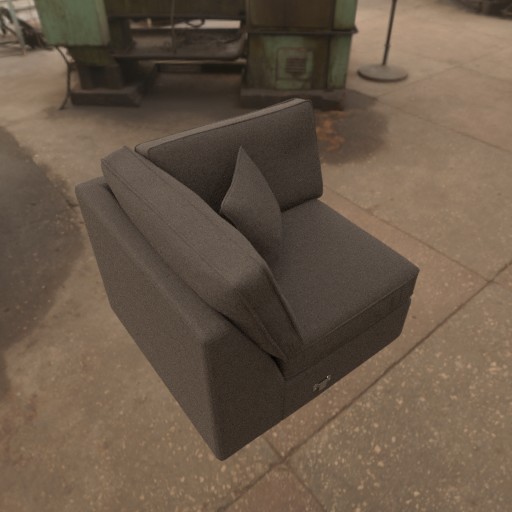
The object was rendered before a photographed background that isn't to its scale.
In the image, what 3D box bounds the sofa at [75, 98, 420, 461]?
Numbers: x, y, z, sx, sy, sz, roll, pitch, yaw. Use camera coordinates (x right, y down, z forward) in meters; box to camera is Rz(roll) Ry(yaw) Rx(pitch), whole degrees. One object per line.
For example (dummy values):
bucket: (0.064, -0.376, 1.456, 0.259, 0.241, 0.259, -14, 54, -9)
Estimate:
sofa: (0.000, 0.000, 2.020, 1.146, 1.002, 1.084, -26, 47, -27)
